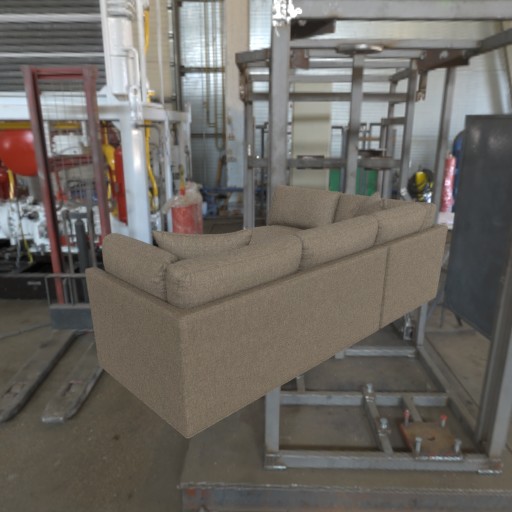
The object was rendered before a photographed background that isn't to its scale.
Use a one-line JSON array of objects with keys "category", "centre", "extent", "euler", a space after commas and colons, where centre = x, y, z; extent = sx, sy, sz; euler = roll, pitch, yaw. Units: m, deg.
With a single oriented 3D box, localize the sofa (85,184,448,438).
[{"category": "sofa", "centre": [0.000, 0.000, 3.763], "extent": [2.896, 0.978, 1.994], "euler": [-15, 22, -42]}]
